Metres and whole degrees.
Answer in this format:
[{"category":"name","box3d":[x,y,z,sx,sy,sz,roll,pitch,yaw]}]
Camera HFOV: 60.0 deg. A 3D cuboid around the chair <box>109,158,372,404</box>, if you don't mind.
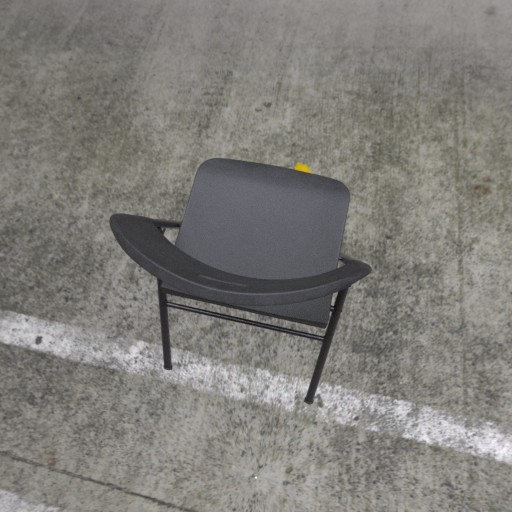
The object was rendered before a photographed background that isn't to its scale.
[{"category":"chair","box3d":[0.000,0.000,1.168,0.494,0.810,0.566,12,64,6]}]
